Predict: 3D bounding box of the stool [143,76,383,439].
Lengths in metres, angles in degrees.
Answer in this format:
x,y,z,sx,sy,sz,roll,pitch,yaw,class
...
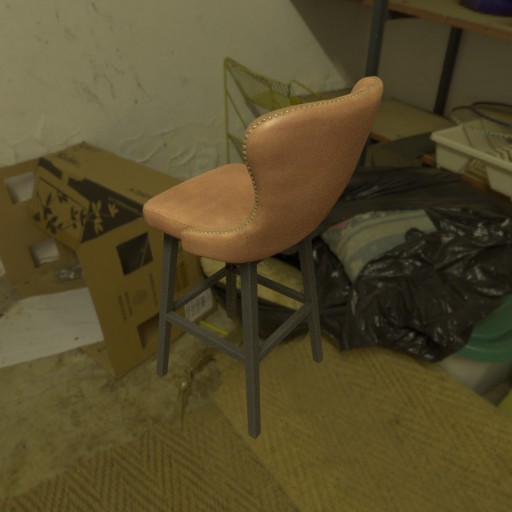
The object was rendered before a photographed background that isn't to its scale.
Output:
x,y,z,sx,sy,sz,roll,pitch,yaw,class
0.000,0.000,1.372,0.601,1.050,0.528,22,38,30,stool
